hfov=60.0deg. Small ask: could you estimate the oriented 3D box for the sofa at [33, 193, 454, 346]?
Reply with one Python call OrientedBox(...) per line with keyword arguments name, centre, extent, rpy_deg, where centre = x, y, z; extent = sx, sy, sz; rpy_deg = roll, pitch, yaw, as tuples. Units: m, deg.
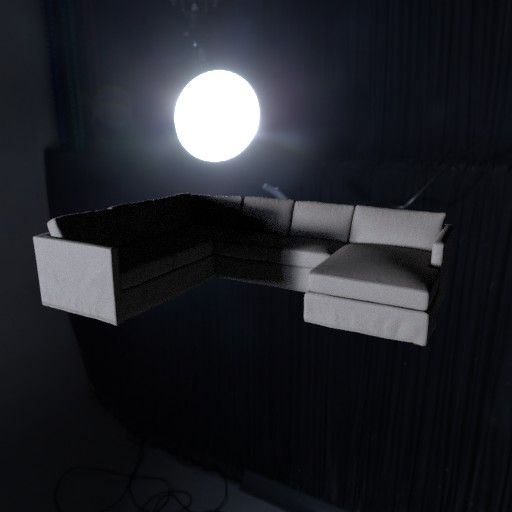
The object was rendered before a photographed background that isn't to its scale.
OrientedBox(name="sofa", centre=(0.000, 0.000, 4.439), extent=(3.460, 0.882, 2.427), rpy_deg=(8, 17, 27))
